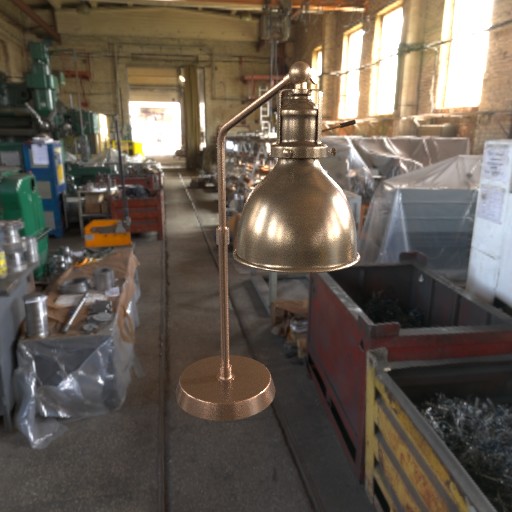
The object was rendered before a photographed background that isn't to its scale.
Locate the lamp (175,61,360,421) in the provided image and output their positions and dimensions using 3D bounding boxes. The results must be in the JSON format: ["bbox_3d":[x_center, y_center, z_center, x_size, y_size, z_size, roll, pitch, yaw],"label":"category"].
[{"bbox_3d":[0.000,0.000,0.579,0.153,0.456,0.286,-14,21,-43],"label":"lamp"}]
